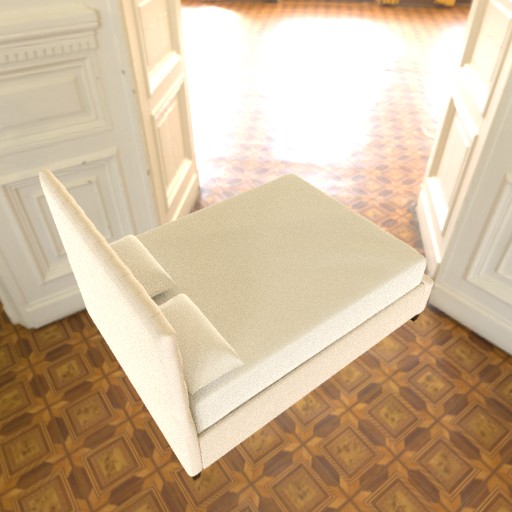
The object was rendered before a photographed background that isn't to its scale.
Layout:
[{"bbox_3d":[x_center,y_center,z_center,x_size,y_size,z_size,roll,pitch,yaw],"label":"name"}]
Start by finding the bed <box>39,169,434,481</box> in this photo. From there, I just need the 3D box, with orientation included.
[{"bbox_3d":[0.000,0.000,3.261,2.233,1.426,1.696,-26,48,-27],"label":"bed"}]
